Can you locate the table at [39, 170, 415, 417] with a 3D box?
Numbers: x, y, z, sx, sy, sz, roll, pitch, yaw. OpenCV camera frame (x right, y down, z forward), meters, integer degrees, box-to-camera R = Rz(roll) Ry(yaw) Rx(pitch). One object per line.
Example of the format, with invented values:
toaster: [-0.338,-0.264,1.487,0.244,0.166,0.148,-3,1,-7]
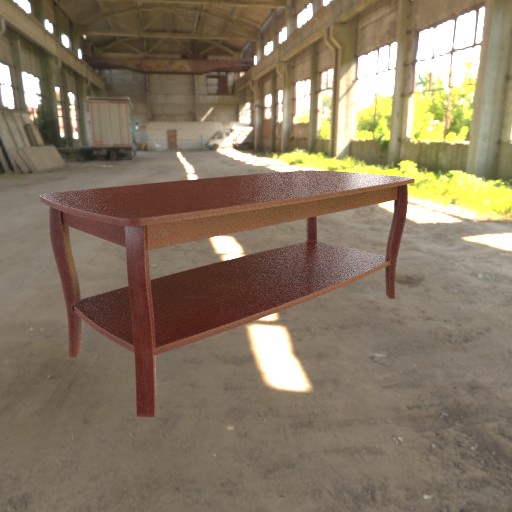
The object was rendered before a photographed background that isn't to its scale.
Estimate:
table: [0.000,0.000,1.485,1.216,0.473,0.561,-15,21,-42]
